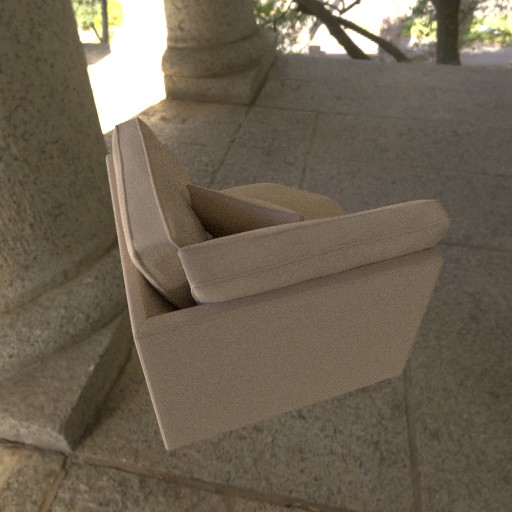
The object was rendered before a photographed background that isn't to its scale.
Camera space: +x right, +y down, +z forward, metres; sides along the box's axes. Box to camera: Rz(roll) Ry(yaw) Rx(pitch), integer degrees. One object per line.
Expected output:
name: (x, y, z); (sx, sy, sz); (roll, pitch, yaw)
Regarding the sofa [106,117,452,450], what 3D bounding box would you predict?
sofa: (0.000, 0.000, 1.889); (1.050, 0.937, 1.042); (-12, 43, -14)
